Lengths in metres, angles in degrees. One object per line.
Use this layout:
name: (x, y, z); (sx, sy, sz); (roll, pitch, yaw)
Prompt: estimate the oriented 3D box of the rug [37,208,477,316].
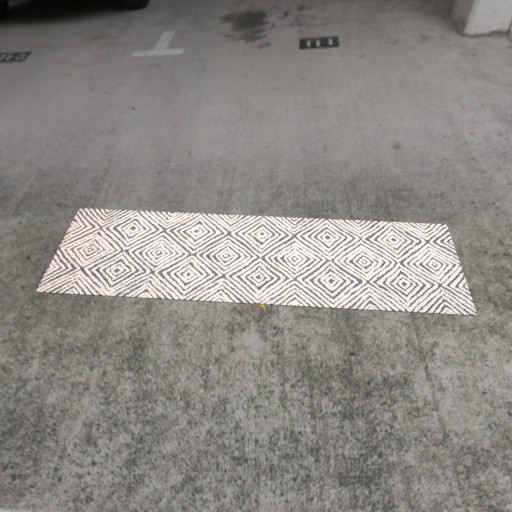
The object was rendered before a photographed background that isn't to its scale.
rug: (0.000, 0.000, 2.513); (2.277, 0.008, 0.676); (3, 47, 3)
